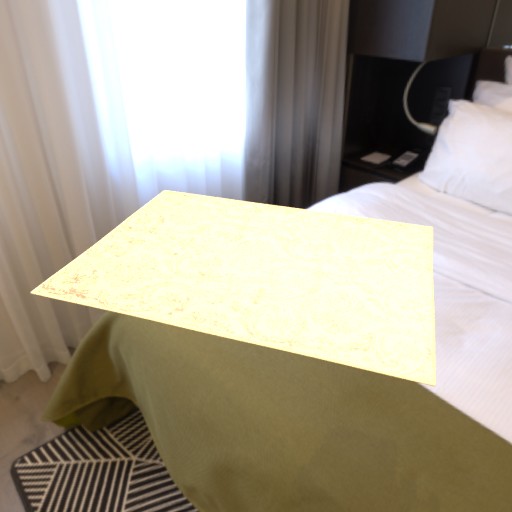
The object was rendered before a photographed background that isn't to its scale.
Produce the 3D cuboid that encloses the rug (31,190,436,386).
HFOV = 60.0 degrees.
[{"bbox_3d":[0.000,0.000,2.898,2.202,0.014,1.598,10,32,16],"label":"rug"}]
